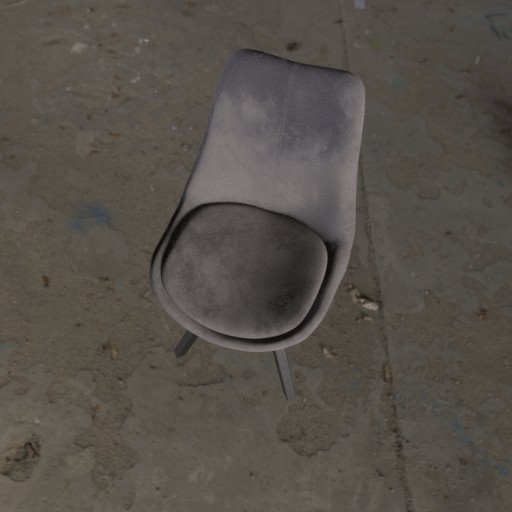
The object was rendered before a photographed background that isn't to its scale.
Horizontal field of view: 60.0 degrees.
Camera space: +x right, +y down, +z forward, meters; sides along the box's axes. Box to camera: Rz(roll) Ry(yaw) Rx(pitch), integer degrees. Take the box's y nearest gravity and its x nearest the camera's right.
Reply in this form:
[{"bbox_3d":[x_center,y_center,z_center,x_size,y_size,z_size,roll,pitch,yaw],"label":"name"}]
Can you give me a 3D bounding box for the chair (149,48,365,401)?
[{"bbox_3d":[0.000,0.000,1.203,0.476,0.850,0.550,18,60,11],"label":"chair"}]
